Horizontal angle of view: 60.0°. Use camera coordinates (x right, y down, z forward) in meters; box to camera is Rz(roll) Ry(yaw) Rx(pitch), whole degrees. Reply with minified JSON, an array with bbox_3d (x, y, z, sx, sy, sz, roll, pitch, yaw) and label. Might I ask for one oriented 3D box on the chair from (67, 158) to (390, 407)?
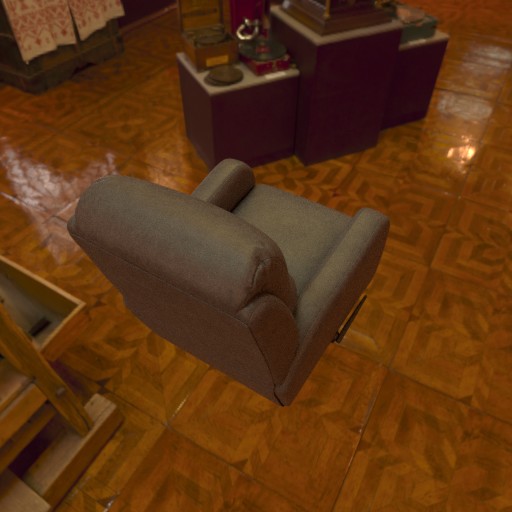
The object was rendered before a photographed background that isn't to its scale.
[{"bbox_3d":[0.000,0.000,1.799,0.865,1.067,1.067,24,51,21],"label":"chair"}]
